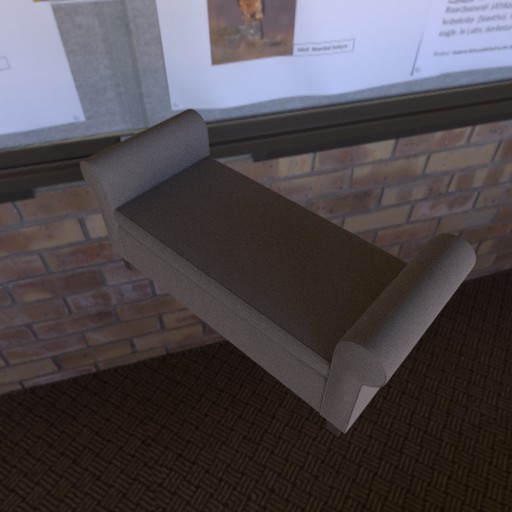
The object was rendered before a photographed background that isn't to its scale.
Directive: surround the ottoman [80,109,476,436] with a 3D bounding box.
[{"bbox_3d":[0.000,0.000,1.593,1.256,0.547,0.521,33,54,28],"label":"ottoman"}]
